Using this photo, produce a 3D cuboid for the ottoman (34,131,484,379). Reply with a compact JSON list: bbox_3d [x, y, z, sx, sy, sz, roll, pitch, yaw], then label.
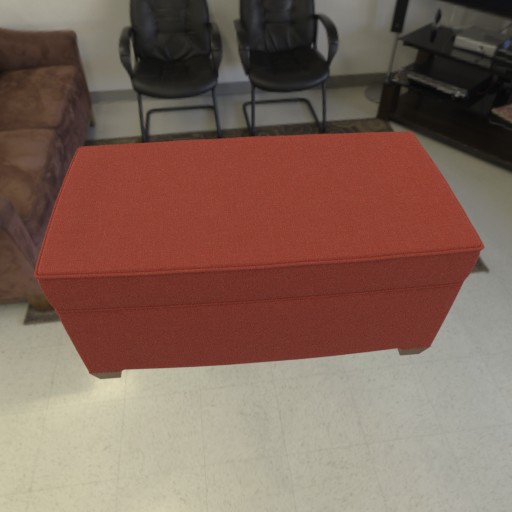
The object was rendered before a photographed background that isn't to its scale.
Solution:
[{"bbox_3d":[0.000,0.000,1.216,0.948,0.454,0.497,-4,46,-3],"label":"ottoman"}]
